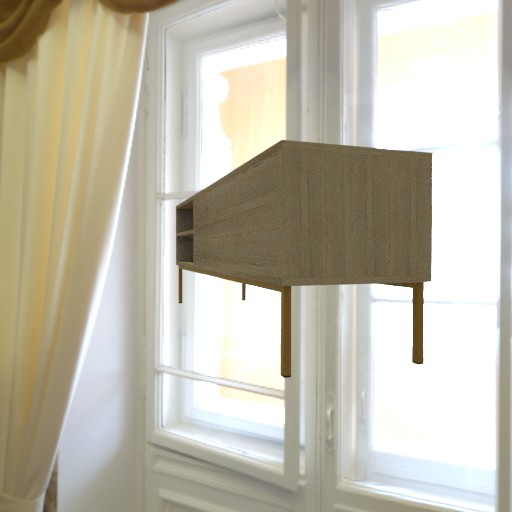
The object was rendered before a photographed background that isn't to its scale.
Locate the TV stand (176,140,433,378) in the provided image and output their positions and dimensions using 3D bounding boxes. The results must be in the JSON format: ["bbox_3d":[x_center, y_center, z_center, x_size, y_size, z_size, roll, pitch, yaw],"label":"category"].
[{"bbox_3d":[0.000,0.000,1.838,0.420,0.550,1.600,0,1,-19],"label":"TV stand"}]
